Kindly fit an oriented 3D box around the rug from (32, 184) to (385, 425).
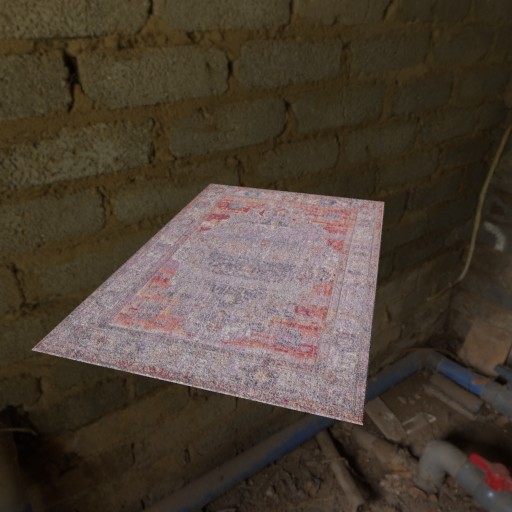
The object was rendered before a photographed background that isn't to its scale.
[{"bbox_3d":[0.000,0.000,2.274,1.219,0.005,1.829,8,31,14],"label":"rug"}]
